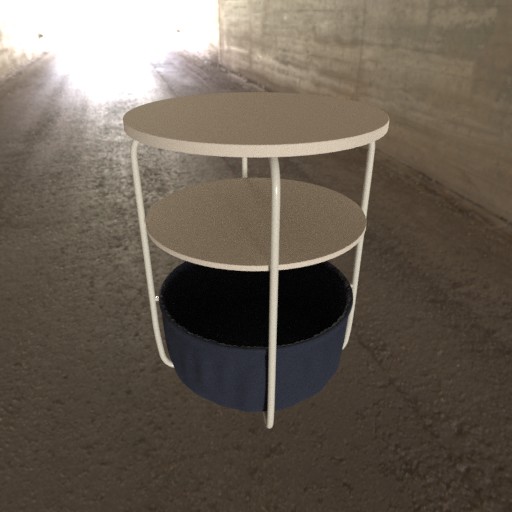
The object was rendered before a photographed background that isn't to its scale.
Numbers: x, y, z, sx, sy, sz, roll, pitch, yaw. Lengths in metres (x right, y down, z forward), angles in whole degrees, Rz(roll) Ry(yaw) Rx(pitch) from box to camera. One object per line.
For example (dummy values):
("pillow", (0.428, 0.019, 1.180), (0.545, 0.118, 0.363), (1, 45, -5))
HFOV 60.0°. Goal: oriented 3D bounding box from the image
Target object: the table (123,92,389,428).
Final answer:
("table", (0.000, 0.000, 0.846), (0.418, 0.532, 0.418), (20, 35, 33))
